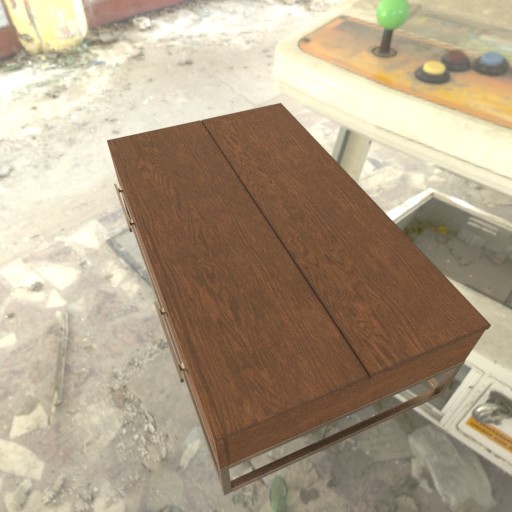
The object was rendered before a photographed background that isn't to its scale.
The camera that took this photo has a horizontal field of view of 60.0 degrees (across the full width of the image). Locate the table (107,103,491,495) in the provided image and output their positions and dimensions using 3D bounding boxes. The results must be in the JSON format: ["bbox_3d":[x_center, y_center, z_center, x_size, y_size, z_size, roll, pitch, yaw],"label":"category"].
[{"bbox_3d":[0.000,0.000,1.456,0.719,0.361,1.167,-17,49,-16],"label":"table"}]
